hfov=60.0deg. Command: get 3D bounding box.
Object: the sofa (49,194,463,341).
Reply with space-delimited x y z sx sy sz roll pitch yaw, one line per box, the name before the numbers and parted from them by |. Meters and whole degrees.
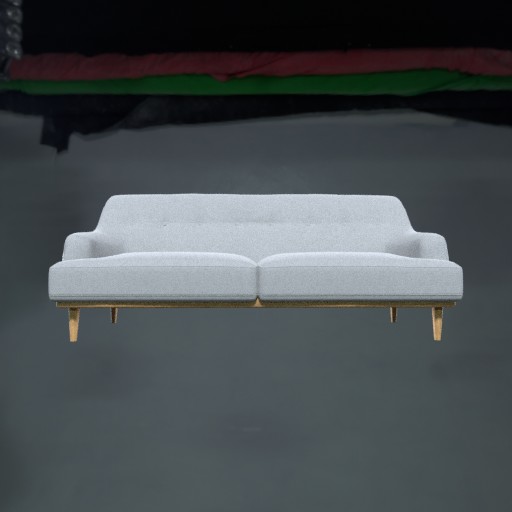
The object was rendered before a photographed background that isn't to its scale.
sofa | 0.000 0.000 2.638 2.057 0.871 0.978 0 -1 -1
